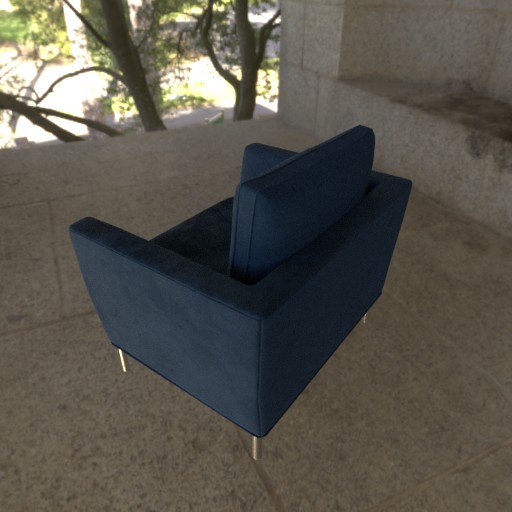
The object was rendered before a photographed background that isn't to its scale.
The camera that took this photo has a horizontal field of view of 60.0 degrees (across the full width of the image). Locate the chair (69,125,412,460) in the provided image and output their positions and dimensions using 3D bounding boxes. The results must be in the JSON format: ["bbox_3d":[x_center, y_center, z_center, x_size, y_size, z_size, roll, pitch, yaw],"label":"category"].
[{"bbox_3d":[0.000,0.000,1.616,0.746,0.893,0.977,22,39,30],"label":"chair"}]
